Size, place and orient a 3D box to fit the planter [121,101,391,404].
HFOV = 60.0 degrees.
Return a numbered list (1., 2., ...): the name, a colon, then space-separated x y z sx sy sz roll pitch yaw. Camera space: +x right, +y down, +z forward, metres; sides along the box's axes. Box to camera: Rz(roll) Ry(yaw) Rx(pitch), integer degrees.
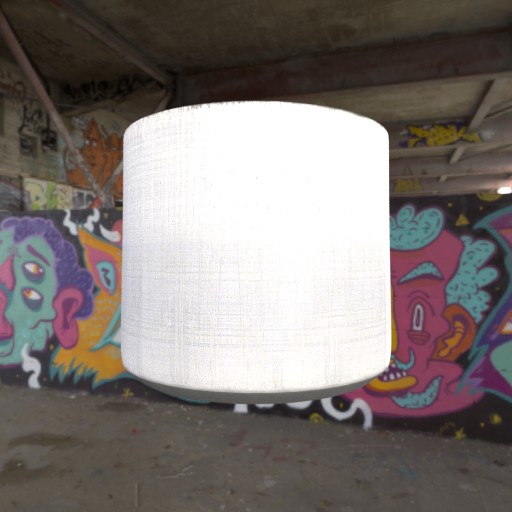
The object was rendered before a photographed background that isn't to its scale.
1. planter: 0.000 0.000 0.435 0.254 0.221 0.254 0 0 0
